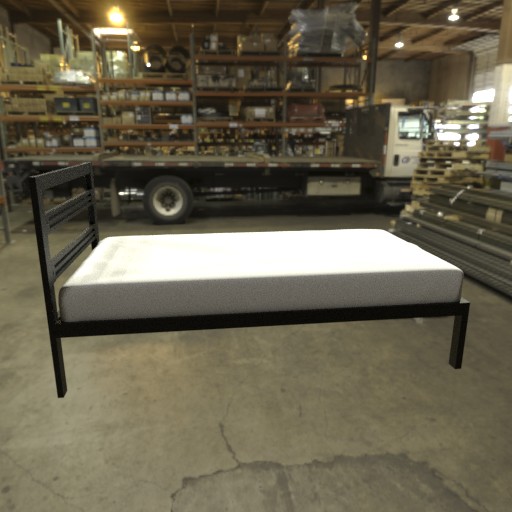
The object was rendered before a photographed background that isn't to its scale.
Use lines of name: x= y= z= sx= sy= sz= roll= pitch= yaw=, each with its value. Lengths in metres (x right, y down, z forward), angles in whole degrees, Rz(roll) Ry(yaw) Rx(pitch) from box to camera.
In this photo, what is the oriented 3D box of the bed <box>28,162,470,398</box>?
bed: x=0.000 y=0.000 z=2.431 sx=1.930 sy=0.967 sz=0.991 roll=-2 pitch=15 yaw=-7
